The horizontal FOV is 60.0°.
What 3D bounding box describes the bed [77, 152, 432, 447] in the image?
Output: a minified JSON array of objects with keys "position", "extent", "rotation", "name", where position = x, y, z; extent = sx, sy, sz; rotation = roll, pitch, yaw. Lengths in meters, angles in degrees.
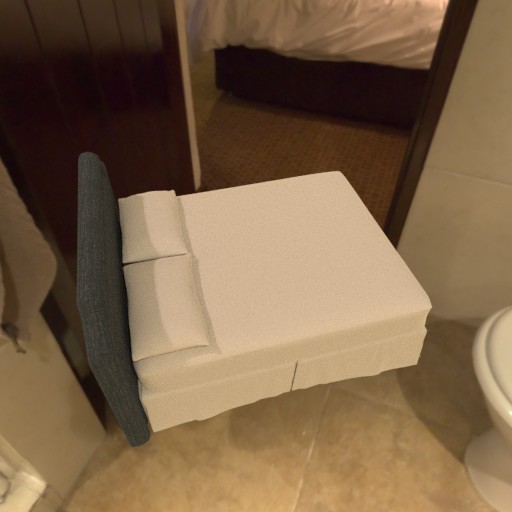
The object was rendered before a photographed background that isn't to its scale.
[{"position":[0.000,0.000,3.280],"extent":[2.208,1.297,1.828],"rotation":[-11,47,-11],"name":"bed"}]
